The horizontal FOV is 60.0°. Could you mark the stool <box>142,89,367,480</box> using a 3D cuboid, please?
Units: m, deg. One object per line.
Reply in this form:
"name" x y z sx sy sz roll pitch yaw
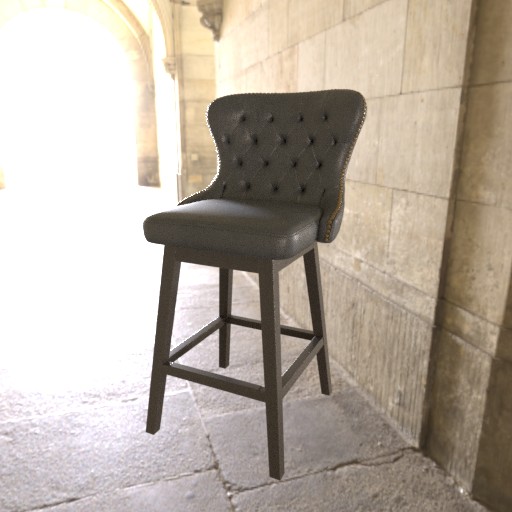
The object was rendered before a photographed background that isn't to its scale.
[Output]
"stool" 0.000 0.000 1.329 0.528 0.971 0.593 7 17 25
